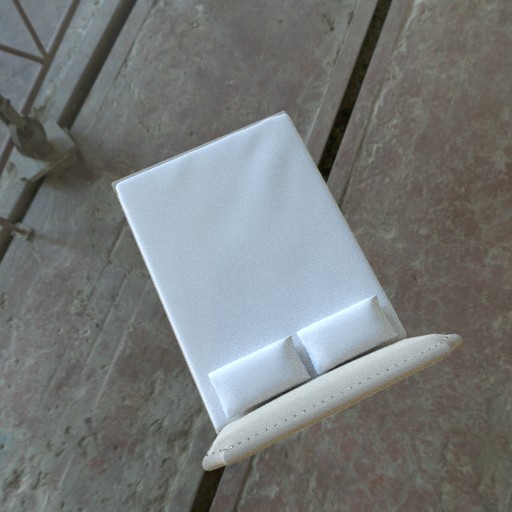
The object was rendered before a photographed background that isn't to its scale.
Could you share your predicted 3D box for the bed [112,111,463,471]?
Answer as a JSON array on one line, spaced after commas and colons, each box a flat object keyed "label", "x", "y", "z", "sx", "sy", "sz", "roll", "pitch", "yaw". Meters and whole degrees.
[{"label": "bed", "x": 0.000, "y": 0.000, "z": 3.419, "sx": 1.713, "sy": 1.443, "sz": 2.372, "roll": -24, "pitch": 77, "yaw": -6}]
